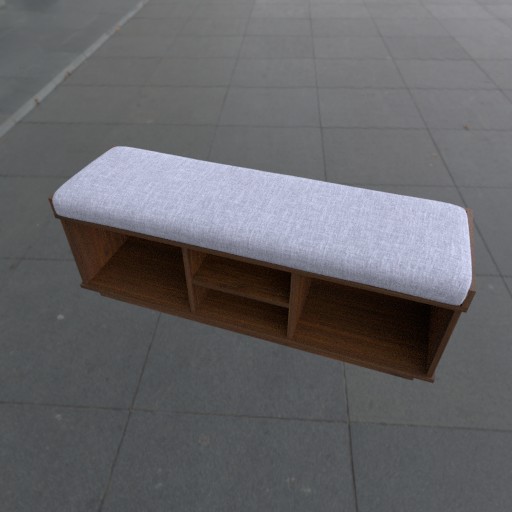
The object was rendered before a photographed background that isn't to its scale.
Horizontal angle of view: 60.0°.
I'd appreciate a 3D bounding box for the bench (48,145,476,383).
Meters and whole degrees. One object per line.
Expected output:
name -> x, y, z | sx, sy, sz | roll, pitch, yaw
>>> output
bench -> 0.000, 0.000, 1.425 | 1.196, 0.468, 0.367 | 13, 43, 14
